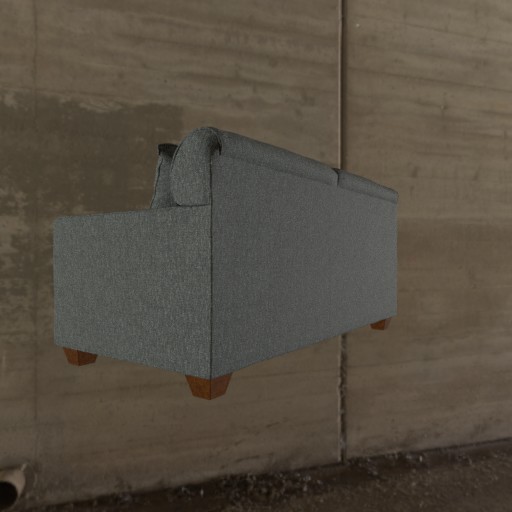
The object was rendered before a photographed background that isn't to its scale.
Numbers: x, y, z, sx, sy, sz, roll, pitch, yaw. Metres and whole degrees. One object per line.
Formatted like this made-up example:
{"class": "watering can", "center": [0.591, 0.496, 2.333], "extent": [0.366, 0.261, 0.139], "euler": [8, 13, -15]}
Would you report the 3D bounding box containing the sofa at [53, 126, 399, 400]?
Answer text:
{"class": "sofa", "center": [0.000, 0.000, 2.445], "extent": [0.998, 0.958, 1.846], "euler": [0, 1, 36]}
